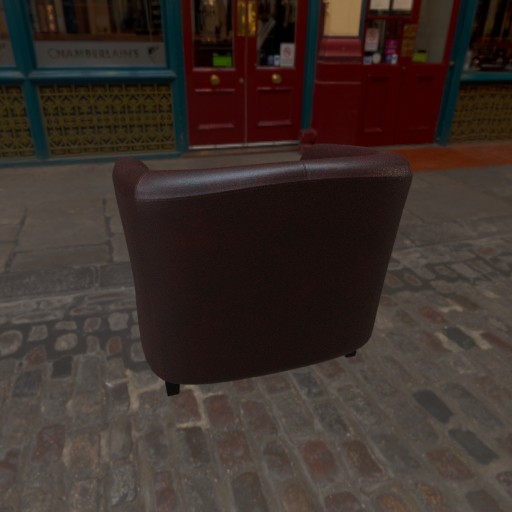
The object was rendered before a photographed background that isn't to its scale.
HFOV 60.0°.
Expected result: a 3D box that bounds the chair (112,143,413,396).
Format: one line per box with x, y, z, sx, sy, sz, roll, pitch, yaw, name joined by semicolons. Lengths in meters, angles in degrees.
0.000;0.000;1.394;0.792;0.756;0.727;-8;27;-16;chair
